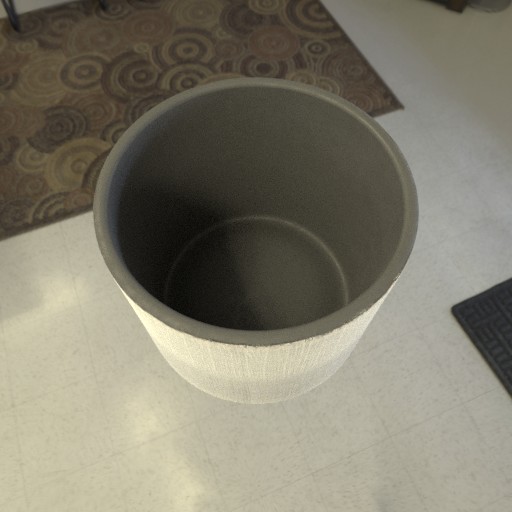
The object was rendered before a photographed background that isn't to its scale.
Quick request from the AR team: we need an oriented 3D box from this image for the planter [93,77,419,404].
[{"bbox_3d":[0.000,0.000,0.392,0.226,0.201,0.226,0,62,0],"label":"planter"}]
